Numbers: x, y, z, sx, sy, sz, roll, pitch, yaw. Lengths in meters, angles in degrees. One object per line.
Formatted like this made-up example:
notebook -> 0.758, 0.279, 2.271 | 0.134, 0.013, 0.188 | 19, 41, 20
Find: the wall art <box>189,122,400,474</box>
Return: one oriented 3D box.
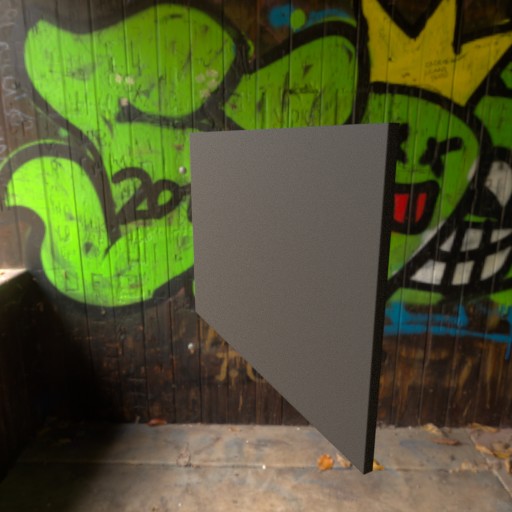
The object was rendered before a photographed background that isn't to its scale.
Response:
wall art -> 0.000, 0.000, 1.197 | 0.026, 0.656, 0.958 | -7, 16, -26
